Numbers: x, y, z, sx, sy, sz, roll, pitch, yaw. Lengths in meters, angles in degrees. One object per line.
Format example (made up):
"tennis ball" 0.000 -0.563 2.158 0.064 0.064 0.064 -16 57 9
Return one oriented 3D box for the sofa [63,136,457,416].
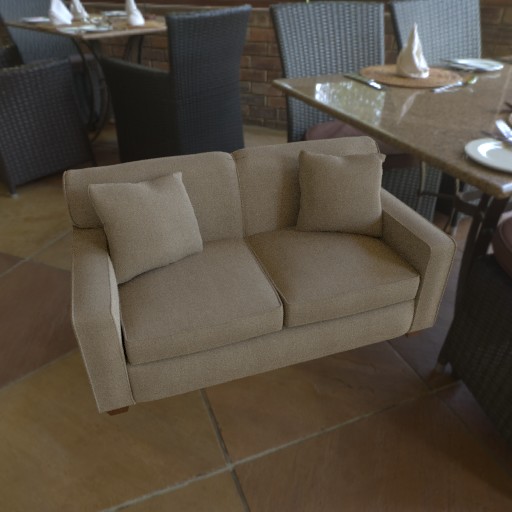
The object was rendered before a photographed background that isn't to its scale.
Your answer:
"sofa" 0.000 0.000 2.421 1.846 0.958 0.998 -10 35 -16
